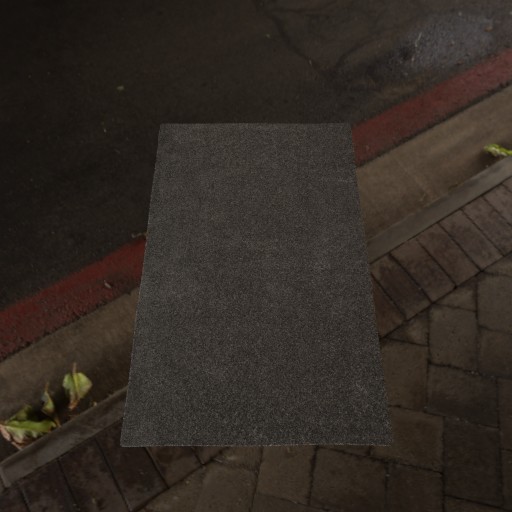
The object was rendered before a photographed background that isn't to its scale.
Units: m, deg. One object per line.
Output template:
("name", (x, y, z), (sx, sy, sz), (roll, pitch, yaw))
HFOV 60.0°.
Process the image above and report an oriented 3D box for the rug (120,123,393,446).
("rug", (0.000, 0.000, 2.972), (1.502, 0.025, 2.350), (0, 63, 0))
